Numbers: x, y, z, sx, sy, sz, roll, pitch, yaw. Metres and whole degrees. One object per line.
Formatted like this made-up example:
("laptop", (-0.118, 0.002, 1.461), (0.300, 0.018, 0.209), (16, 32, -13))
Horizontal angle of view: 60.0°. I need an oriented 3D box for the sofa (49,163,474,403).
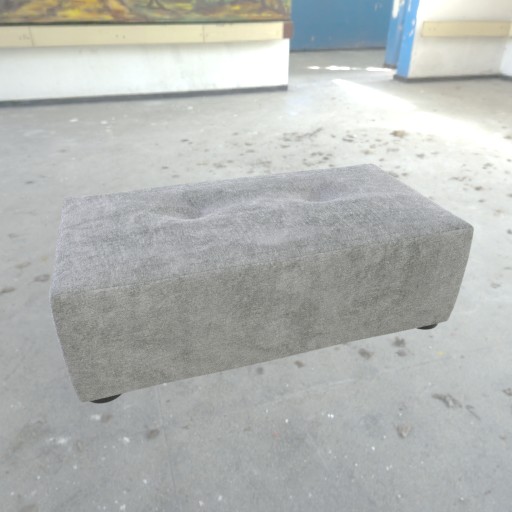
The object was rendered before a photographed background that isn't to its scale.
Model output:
("sofa", (0.000, 0.000, 1.147), (0.930, 0.330, 0.480), (-9, 32, -15))
